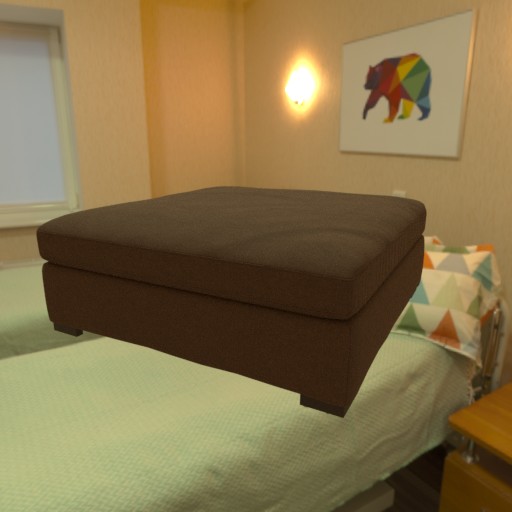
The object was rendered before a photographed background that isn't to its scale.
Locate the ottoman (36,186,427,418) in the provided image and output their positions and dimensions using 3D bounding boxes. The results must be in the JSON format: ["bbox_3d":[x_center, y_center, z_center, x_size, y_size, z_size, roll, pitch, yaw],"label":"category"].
[{"bbox_3d":[0.000,0.000,1.831,1.181,0.470,1.181,8,18,27],"label":"ottoman"}]
